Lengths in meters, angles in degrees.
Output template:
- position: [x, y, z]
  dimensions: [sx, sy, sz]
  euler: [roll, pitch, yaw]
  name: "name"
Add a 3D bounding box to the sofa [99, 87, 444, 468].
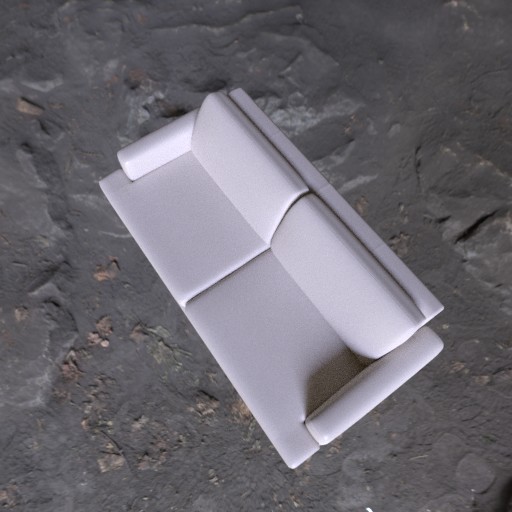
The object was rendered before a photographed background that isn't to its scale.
- position: [0.000, 0.000, 2.437]
  dimensions: [0.974, 0.765, 1.940]
  euler: [-33, 70, -14]
  name: "sofa"
